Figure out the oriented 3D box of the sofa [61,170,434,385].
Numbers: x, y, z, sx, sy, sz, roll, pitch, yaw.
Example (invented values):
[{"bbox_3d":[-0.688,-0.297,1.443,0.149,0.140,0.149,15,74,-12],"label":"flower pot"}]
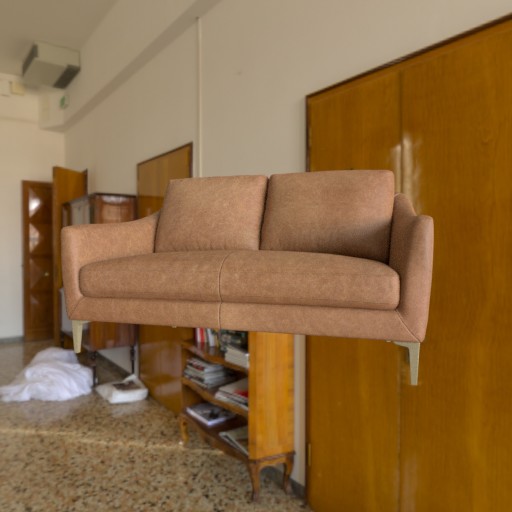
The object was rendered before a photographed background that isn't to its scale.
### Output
[{"bbox_3d":[0.000,0.000,2.237,1.619,0.902,0.960,0,1,19],"label":"sofa"}]
